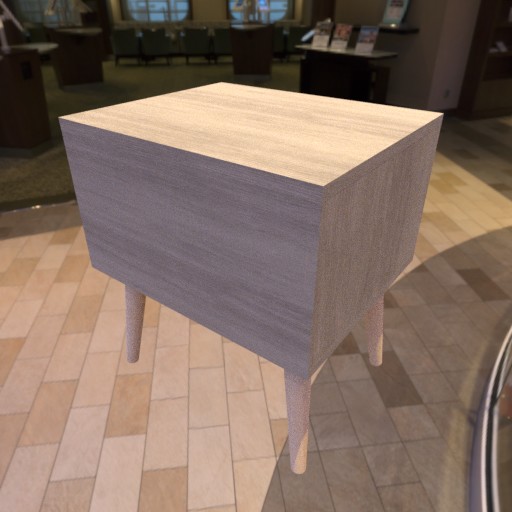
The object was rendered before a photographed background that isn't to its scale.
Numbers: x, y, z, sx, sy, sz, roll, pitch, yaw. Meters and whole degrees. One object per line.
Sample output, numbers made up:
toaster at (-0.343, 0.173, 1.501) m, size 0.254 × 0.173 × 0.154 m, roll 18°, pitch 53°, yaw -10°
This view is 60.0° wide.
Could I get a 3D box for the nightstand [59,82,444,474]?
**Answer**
nightstand at (0.000, 0.000, 0.802) m, size 0.450 × 0.500 × 0.380 m, roll 21°, pitch 37°, yaw 31°
